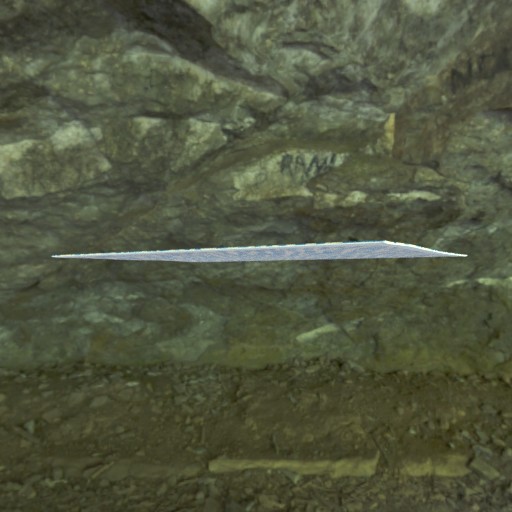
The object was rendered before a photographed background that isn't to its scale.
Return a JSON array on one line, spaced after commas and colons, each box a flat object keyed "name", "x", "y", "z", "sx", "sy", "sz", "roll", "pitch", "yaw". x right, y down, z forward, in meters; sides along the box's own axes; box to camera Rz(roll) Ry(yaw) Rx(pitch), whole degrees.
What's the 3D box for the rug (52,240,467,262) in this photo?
[{"name": "rug", "x": 0.000, "y": 0.000, "z": 2.321, "sx": 1.830, "sy": 0.011, "sz": 1.209, "roll": -2, "pitch": -3, "yaw": 36}]
